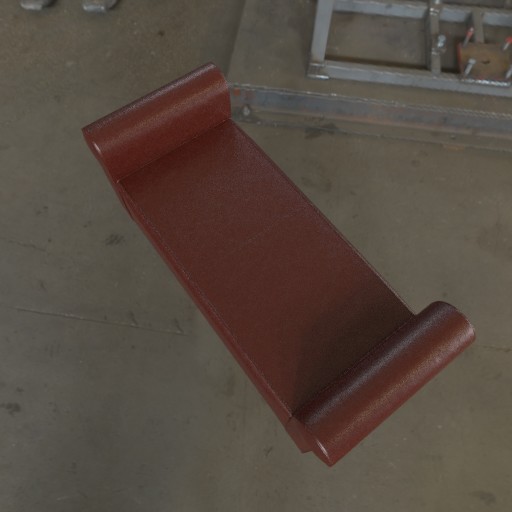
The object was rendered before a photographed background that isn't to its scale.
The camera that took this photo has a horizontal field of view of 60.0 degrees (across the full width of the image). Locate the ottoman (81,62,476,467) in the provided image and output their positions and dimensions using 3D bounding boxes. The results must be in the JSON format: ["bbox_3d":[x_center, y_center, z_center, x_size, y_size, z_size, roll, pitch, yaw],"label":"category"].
[{"bbox_3d":[0.000,0.000,1.513,0.521,0.547,1.256,-34,69,-15],"label":"ottoman"}]
